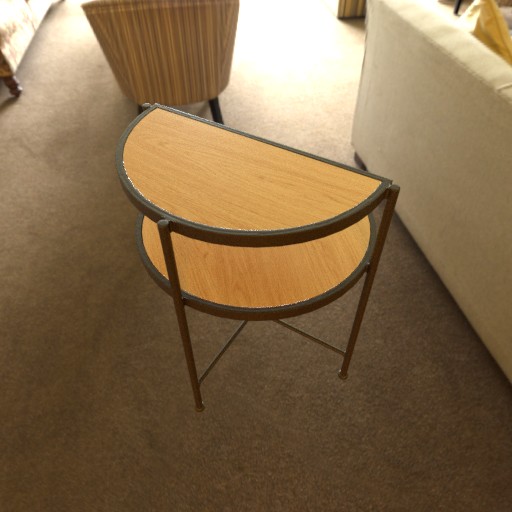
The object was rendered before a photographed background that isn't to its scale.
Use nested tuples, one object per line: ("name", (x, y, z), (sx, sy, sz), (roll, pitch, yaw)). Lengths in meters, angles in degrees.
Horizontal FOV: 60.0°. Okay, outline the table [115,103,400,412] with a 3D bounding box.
("table", (0.000, 0.000, 1.167), (0.629, 0.684, 0.628), (24, 50, 21))
